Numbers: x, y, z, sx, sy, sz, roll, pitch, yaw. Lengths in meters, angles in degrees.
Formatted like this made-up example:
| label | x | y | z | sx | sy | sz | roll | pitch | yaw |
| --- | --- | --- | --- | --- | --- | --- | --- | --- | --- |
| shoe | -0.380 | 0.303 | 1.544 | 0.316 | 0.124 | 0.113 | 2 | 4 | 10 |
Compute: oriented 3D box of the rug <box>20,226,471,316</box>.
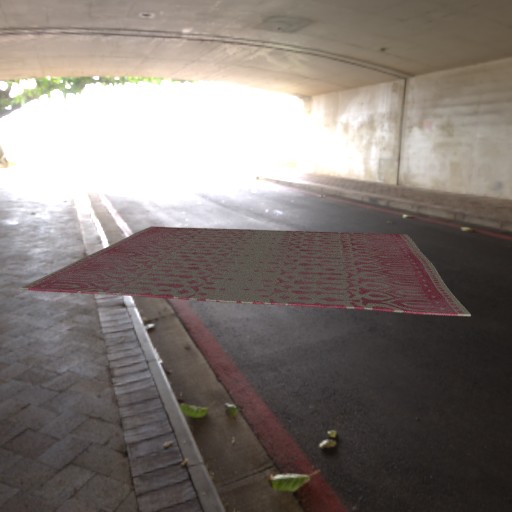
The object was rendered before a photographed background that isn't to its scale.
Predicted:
| label | x | y | z | sx | sy | sz | roll | pitch | yaw |
| --- | --- | --- | --- | --- | --- | --- | --- | --- | --- |
| rug | 0.000 | 0.000 | 4.101 | 3.095 | 0.016 | 2.441 | 2 | 15 | 9 |
